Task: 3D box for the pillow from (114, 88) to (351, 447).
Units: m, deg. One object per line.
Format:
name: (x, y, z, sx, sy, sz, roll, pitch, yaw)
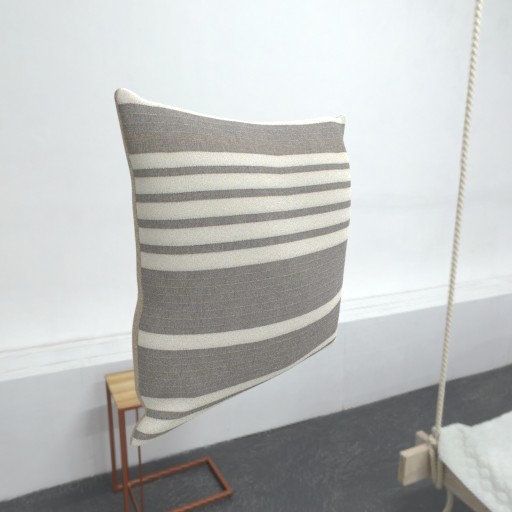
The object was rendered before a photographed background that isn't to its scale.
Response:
pillow: (0.000, 0.000, 0.665, 0.439, 0.440, 0.182, -13, 19, -43)
